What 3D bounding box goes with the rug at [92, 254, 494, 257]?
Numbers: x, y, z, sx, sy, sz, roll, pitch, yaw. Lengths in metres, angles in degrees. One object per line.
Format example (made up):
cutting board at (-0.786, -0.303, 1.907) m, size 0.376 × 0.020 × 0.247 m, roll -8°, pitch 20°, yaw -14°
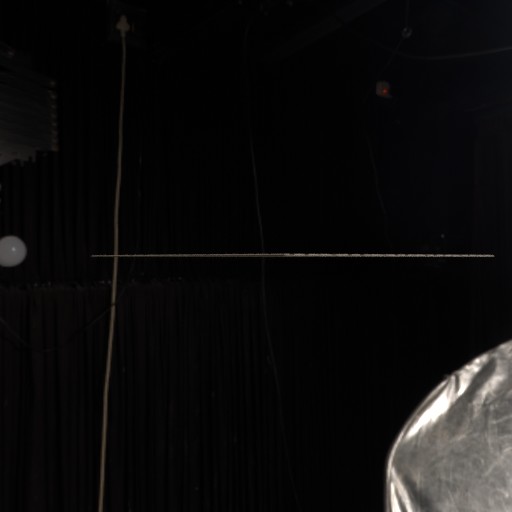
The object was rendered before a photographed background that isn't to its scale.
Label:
rug at (0.000, 0.000, 3.006) m, size 1.523 × 0.008 × 2.438 m, roll 0°, pitch 0°, yaw -36°
